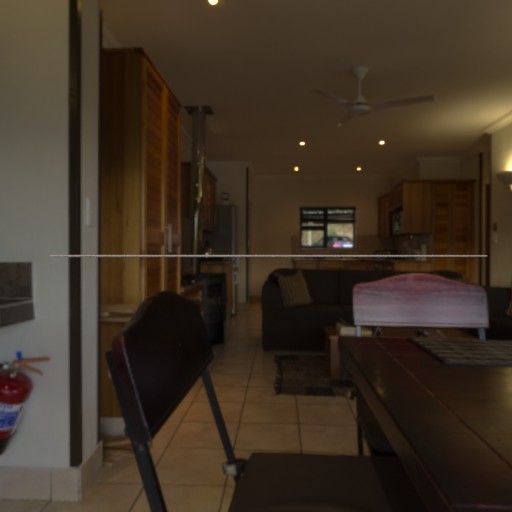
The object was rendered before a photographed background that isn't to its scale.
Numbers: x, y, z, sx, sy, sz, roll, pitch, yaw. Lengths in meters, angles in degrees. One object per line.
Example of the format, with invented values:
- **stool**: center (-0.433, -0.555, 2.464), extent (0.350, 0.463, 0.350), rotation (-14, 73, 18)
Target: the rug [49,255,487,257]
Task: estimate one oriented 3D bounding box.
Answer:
- **rug**: center (0.000, 0.000, 3.749), extent (2.890, 0.013, 2.005), rotation (0, 0, -16)
